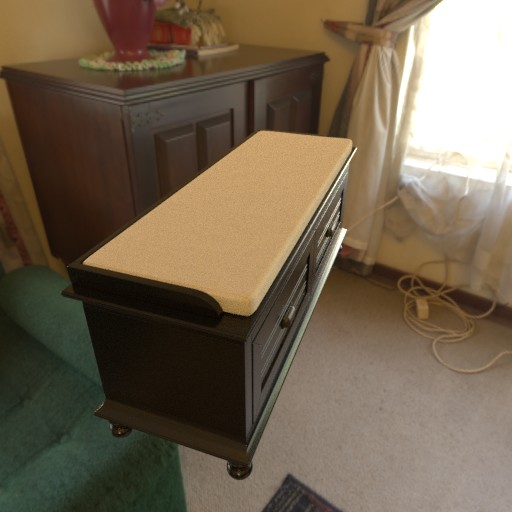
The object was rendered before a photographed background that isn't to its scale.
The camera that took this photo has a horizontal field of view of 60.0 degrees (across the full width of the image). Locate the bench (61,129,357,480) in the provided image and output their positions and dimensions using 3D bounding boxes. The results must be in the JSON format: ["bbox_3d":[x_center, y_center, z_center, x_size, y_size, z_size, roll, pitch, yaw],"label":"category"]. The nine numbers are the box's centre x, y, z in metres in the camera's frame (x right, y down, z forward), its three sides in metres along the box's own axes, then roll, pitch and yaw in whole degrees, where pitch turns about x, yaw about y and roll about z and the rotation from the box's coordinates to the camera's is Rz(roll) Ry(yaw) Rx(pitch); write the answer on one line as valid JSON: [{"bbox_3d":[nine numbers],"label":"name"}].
[{"bbox_3d":[0.000,0.000,1.412,0.402,0.501,1.185,11,32,17],"label":"bench"}]
